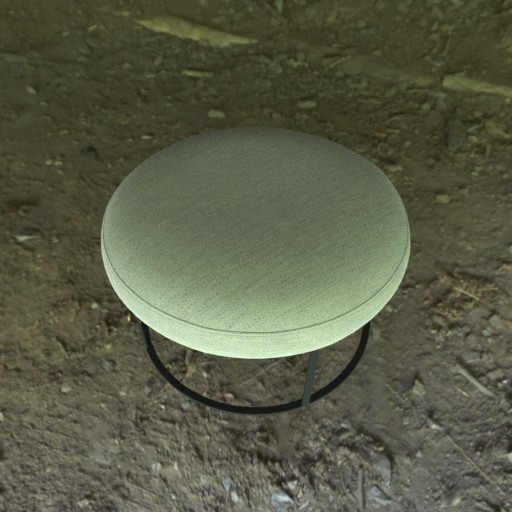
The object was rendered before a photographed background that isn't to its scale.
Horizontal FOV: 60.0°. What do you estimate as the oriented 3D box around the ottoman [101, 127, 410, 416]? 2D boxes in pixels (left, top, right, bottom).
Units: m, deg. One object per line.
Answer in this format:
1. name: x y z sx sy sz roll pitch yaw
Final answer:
1. ottoman: 0.000 0.000 1.228 0.769 0.459 0.769 0 46 0
